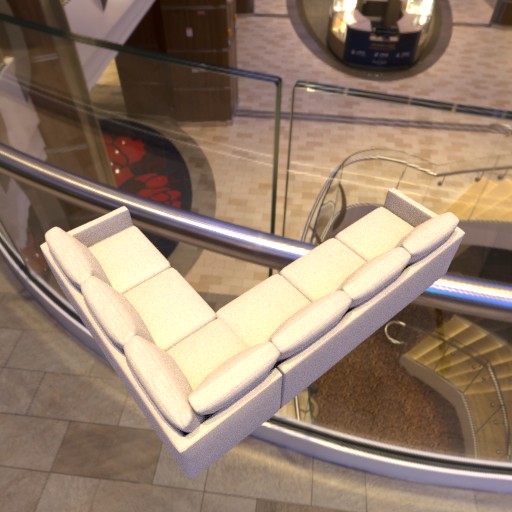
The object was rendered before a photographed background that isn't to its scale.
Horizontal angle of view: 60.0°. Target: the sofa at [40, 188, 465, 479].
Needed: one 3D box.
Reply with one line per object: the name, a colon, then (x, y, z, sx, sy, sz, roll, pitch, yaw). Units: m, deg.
sofa: (0.000, 0.000, 4.441, 3.333, 0.934, 2.522, -31, 55, -25)
